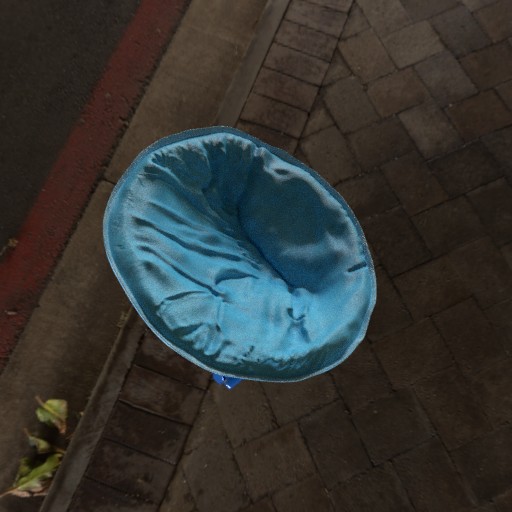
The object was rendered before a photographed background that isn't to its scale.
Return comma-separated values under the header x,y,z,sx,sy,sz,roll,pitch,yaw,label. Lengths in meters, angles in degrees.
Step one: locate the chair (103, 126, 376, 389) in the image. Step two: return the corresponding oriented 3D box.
x,y,z,sx,sy,sz,roll,pitch,yaw,label
0.000,0.000,0.918,0.465,0.478,0.520,-36,78,-9,chair
